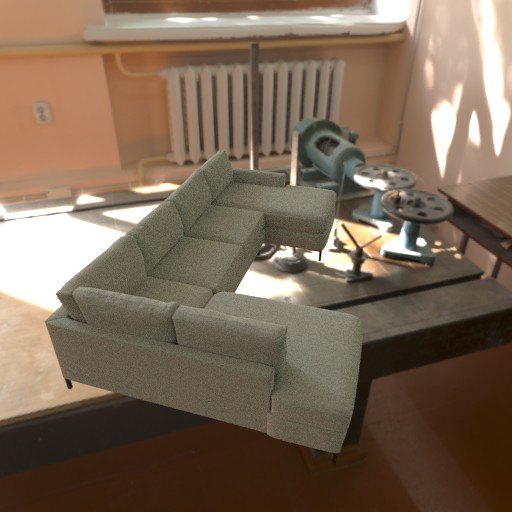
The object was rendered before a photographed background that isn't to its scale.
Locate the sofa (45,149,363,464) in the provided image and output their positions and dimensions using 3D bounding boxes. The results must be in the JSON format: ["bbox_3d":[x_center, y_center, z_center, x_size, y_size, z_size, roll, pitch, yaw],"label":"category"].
[{"bbox_3d":[0.000,0.000,3.859,1.989,0.862,2.984,9,34,14],"label":"sofa"}]
